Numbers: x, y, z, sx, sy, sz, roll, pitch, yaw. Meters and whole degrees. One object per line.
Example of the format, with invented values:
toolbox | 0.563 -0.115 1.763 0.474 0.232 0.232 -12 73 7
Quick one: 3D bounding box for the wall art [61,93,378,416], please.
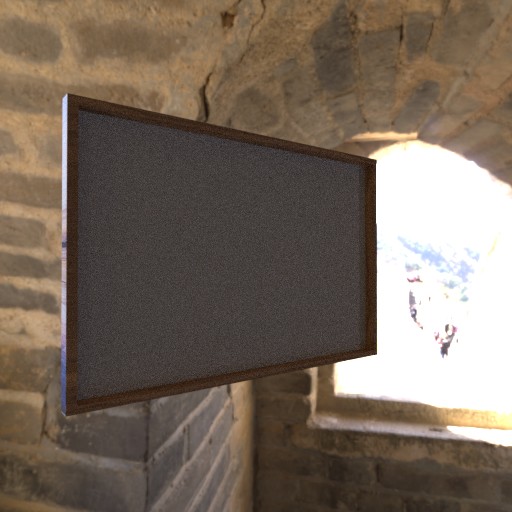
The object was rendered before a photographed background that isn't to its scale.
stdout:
wall art | 0.000 0.000 1.115 0.911 0.605 0.037 0 -1 -37
